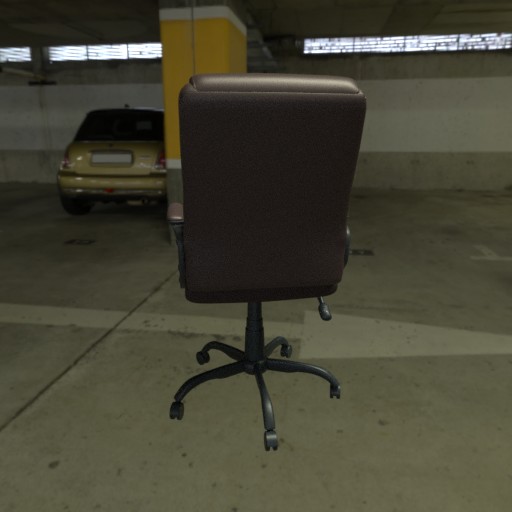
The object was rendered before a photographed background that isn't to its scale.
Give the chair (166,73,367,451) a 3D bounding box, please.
[{"bbox_3d":[0.000,0.000,1.484,0.615,1.072,0.655,-2,15,-9],"label":"chair"}]
